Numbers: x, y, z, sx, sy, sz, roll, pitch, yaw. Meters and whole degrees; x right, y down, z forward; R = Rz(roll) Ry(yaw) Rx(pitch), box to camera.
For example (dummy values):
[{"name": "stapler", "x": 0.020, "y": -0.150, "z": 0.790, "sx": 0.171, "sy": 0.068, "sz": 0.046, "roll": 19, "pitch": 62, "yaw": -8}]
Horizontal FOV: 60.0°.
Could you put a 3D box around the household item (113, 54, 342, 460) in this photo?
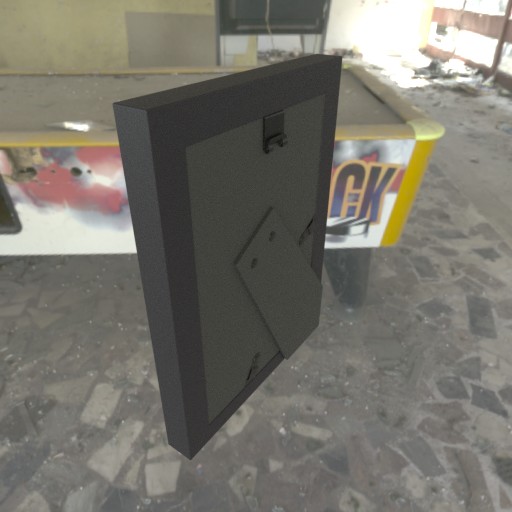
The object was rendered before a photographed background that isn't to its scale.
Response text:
[{"name": "household item", "x": 0.000, "y": 0.000, "z": 0.231, "sx": 0.022, "sy": 0.178, "sz": 0.133, "roll": 21, "pitch": 38, "yaw": 30}]
